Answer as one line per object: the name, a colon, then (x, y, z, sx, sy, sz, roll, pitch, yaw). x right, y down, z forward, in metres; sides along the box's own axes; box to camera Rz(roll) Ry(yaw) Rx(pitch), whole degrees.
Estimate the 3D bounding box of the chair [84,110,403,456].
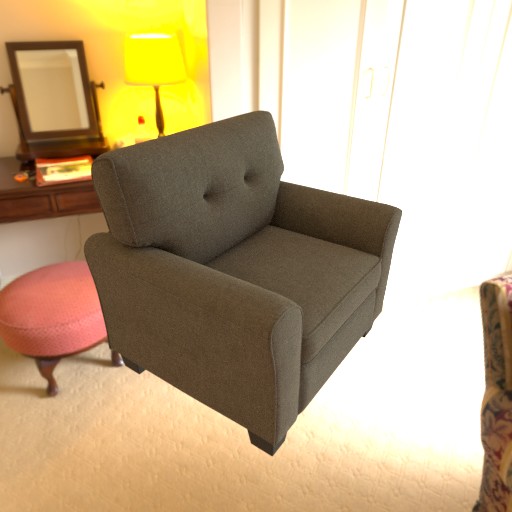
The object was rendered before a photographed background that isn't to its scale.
chair: (0.000, 0.000, 1.677, 0.816, 0.890, 0.941, 19, 34, 31)
